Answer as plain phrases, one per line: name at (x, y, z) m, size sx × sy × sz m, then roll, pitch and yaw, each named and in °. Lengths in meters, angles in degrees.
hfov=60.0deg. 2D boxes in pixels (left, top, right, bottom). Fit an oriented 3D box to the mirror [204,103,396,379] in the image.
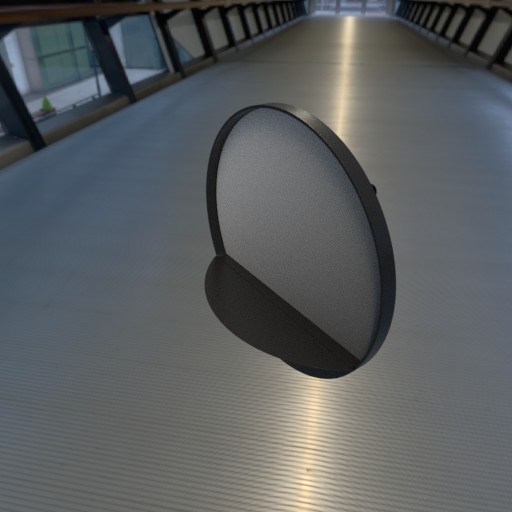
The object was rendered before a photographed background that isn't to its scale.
mirror at (0.000, 0.000, 0.717) m, size 0.133 × 0.457 × 0.457 m, roll -20°, pitch 37°, yaw -29°
